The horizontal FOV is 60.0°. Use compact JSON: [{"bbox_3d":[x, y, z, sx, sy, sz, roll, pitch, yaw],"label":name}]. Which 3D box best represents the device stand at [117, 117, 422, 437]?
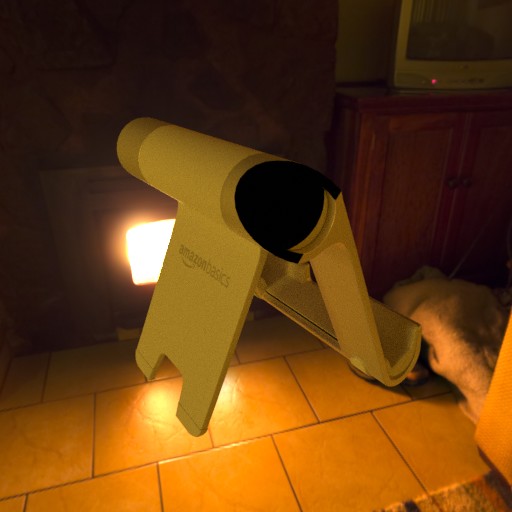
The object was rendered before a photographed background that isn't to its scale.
[{"bbox_3d":[0.000,0.000,0.151,0.079,0.084,0.086,-18,31,-32],"label":"device stand"}]
